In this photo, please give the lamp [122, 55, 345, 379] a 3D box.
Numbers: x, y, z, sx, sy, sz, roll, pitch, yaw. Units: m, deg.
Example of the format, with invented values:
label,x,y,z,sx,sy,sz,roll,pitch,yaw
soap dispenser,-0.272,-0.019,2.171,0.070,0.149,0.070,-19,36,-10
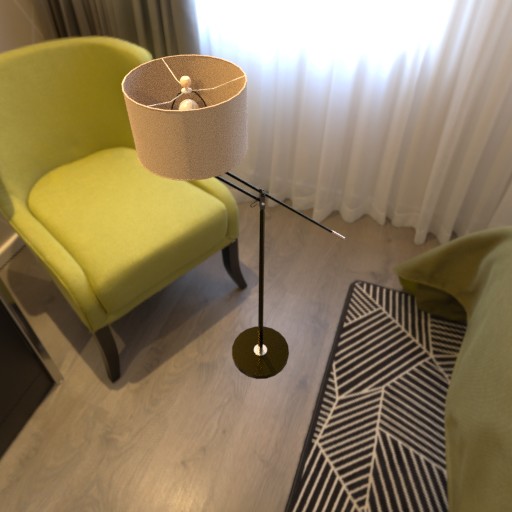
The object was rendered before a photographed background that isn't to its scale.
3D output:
label,x,y,z,sx,sy,sz,roll,pitch,yaw
lamp,0.000,0.000,1.951,0.809,1.635,0.373,-8,47,-7
